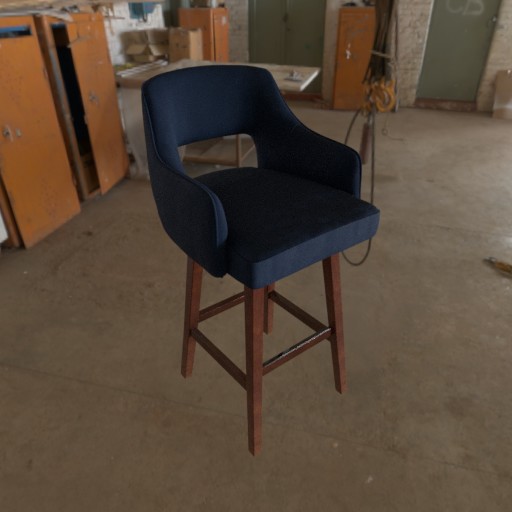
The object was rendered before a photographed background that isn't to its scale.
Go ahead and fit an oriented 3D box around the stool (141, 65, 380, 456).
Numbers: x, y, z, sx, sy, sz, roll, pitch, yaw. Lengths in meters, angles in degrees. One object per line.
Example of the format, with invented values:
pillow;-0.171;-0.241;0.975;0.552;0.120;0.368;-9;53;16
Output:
stool;0.000;0.000;1.378;0.550;1.041;0.560;-22;37;-32
